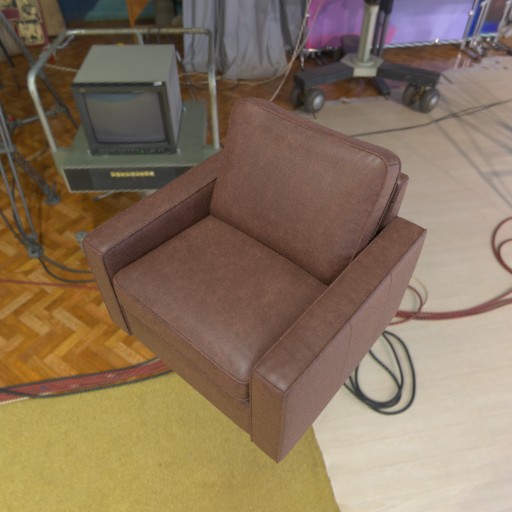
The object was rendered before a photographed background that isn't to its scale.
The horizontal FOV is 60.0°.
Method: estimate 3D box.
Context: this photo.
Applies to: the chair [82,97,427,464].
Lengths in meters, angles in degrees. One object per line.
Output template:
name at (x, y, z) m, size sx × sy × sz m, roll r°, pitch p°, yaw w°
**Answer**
chair at (0.000, 0.000, 1.779) m, size 1.017 × 0.919 × 0.940 m, roll 32°, pitch 54°, yaw 26°
